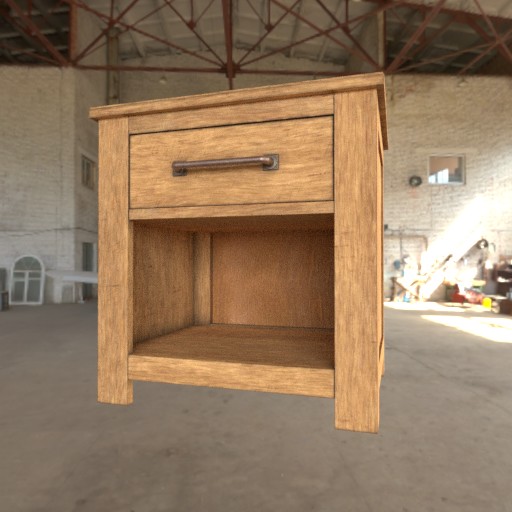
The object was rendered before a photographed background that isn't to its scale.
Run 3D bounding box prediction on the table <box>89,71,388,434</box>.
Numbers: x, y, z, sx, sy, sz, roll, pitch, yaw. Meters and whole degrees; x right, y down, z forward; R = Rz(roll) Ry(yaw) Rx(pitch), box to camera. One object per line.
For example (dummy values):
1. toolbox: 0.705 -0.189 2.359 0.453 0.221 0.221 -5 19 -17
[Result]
1. table: 0.000 0.000 1.058 0.601 0.625 0.494 0 -1 17
